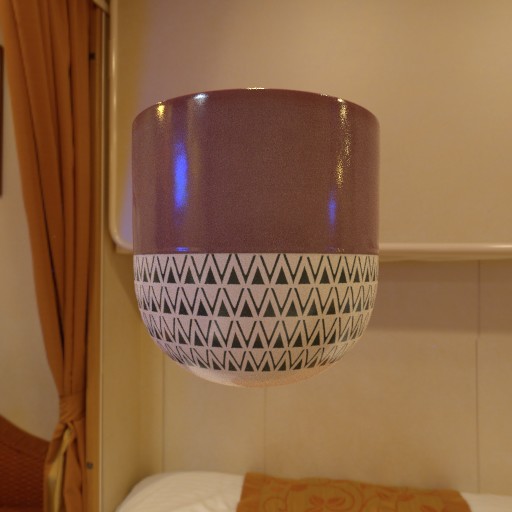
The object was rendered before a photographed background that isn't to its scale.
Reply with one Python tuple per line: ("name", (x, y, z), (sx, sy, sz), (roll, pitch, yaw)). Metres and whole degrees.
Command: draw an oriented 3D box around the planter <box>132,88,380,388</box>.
("planter", (0.000, 0.000, 0.491), (0.266, 0.270, 0.266), (0, -1, 0))
